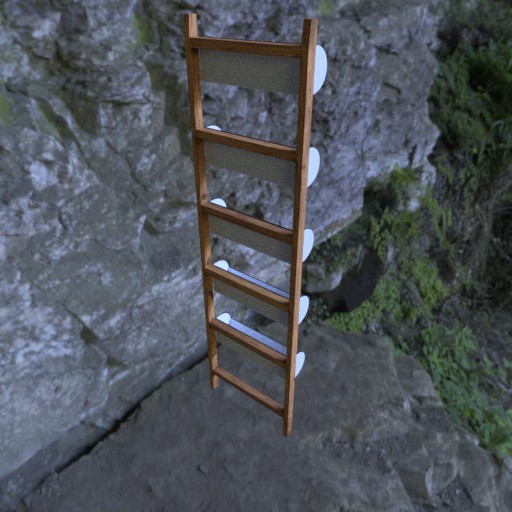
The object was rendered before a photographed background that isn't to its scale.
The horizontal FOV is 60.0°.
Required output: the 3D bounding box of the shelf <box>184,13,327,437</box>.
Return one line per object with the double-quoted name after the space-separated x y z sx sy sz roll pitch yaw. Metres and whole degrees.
0.000 0.000 1.675 0.454 1.600 0.141 22 38 32 "shelf"
